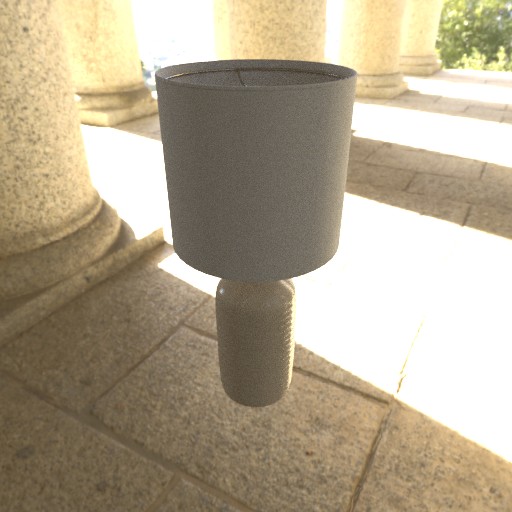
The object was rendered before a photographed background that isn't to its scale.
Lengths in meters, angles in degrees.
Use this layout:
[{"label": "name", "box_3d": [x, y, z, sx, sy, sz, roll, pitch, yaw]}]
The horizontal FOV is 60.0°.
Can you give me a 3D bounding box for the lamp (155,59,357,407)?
[{"label": "lamp", "box_3d": [0.000, 0.000, 0.610, 0.220, 0.475, 0.220, 0, 30, 1]}]
